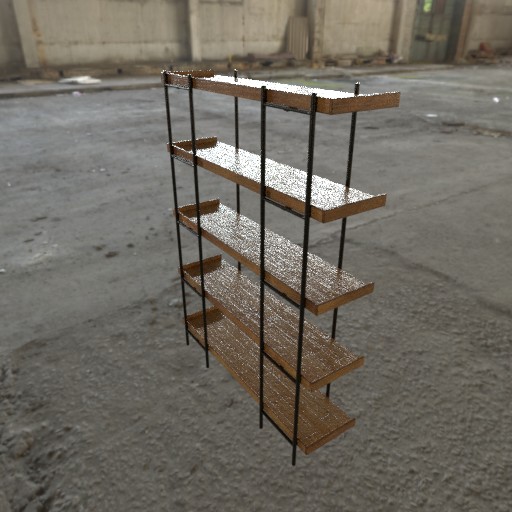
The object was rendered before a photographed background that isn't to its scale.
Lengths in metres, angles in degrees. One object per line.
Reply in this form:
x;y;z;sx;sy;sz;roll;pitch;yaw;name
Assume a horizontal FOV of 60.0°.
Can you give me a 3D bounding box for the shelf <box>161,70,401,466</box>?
0.000;0.000;2.436;0.379;1.826;1.371;-17;31;-31;shelf
